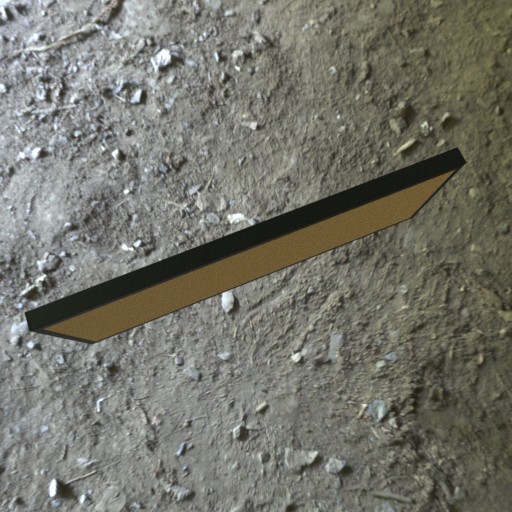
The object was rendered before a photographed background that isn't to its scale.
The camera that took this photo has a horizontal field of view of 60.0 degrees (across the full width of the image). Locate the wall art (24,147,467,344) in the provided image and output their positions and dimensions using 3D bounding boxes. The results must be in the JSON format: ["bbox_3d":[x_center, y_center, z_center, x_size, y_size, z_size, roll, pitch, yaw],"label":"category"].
[{"bbox_3d":[0.000,0.000,0.960,0.860,0.303,0.037,-21,76,-6],"label":"wall art"}]
